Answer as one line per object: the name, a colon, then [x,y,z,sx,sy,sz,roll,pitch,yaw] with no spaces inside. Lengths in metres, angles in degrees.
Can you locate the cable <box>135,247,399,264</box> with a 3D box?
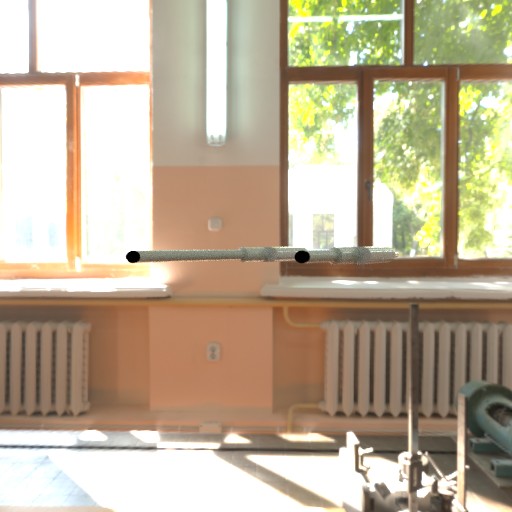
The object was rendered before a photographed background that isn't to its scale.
cable: [0.000,0.000,0.111,0.041,0.005,0.098,1,1,37]
